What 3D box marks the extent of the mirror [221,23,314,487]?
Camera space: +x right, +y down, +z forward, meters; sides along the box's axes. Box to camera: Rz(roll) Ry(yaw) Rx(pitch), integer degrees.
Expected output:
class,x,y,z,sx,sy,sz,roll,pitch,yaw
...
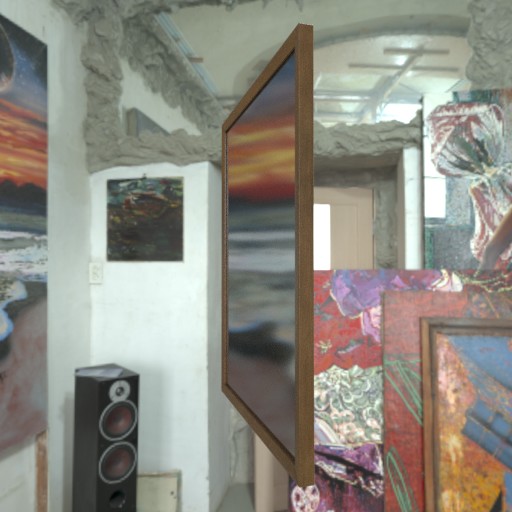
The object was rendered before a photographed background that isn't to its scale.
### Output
class,x,y,z,sx,sy,sz,roll,pitch,yaw
mirror,0.000,0.000,1.338,0.040,1.016,0.762,0,-1,-17
